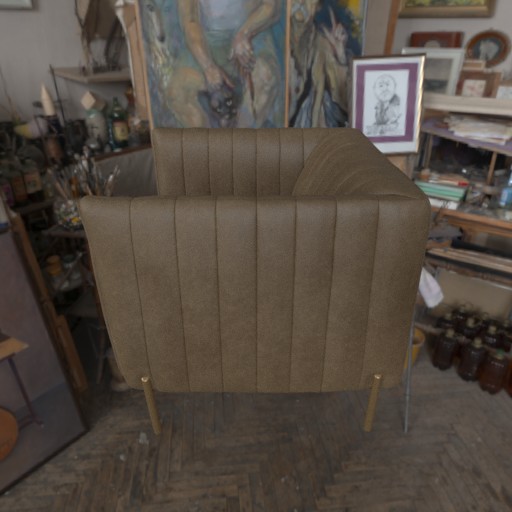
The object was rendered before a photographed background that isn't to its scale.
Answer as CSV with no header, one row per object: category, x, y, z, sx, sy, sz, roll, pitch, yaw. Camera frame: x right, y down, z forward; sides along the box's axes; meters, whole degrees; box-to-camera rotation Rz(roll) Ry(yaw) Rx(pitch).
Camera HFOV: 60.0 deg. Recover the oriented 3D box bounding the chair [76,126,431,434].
chair,0.000,0.000,1.626,0.876,0.779,0.981,0,27,0
